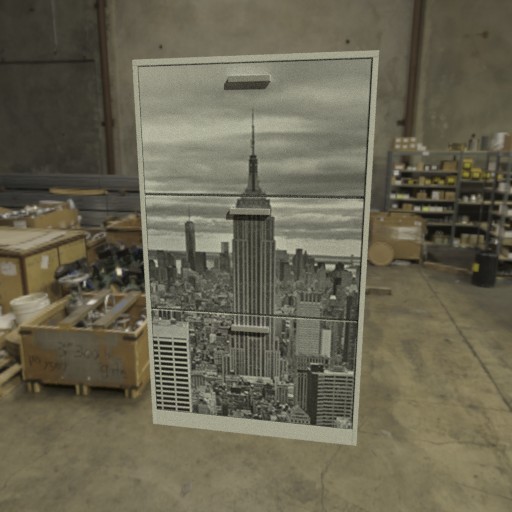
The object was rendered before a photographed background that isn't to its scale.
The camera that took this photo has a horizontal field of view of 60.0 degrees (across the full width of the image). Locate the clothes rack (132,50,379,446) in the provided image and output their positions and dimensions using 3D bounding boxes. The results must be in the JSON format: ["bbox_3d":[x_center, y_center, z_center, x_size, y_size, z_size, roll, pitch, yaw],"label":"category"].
[{"bbox_3d":[0.000,0.000,1.574,0.750,1.280,0.250,2,13,10],"label":"clothes rack"}]
